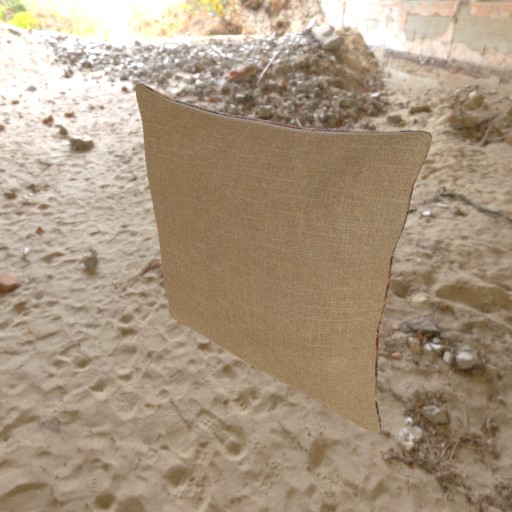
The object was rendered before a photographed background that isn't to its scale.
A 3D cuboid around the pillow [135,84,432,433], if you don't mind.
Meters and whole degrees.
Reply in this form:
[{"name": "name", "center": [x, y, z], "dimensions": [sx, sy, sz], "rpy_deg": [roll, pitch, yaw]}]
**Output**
[{"name": "pillow", "center": [0.000, 0.000, 0.756], "dimensions": [0.523, 0.506, 0.166], "rpy_deg": [22, 37, 33]}]
